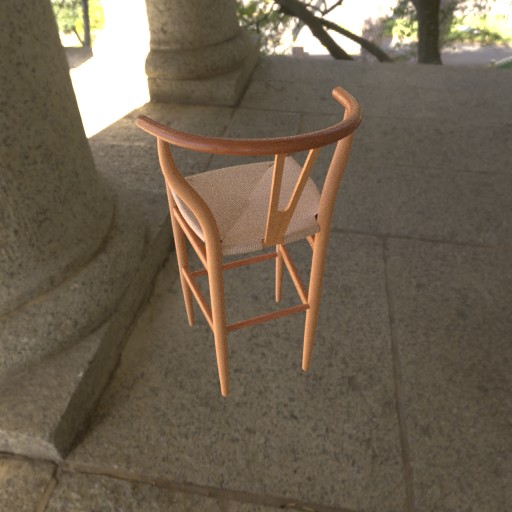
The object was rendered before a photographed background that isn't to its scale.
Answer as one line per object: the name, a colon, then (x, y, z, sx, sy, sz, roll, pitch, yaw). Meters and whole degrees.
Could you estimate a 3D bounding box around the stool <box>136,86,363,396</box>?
stool: (0.000, 0.000, 1.418, 0.574, 1.068, 0.561, -14, 43, -15)
